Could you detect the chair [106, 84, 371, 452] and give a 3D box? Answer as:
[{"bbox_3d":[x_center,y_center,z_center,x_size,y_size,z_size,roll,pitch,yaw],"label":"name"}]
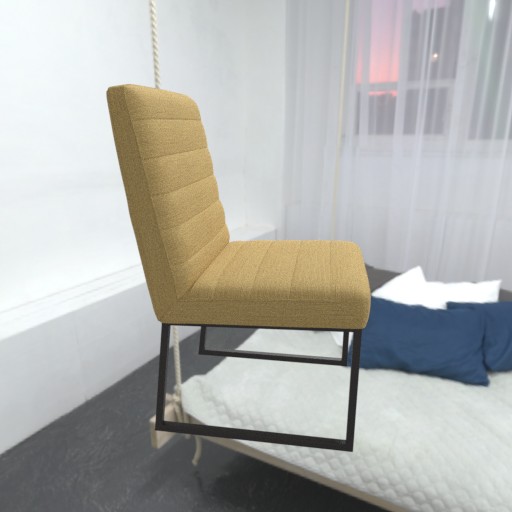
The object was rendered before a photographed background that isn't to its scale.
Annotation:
[{"bbox_3d":[0.000,0.000,1.315,0.634,0.930,0.520,3,17,9],"label":"chair"}]
